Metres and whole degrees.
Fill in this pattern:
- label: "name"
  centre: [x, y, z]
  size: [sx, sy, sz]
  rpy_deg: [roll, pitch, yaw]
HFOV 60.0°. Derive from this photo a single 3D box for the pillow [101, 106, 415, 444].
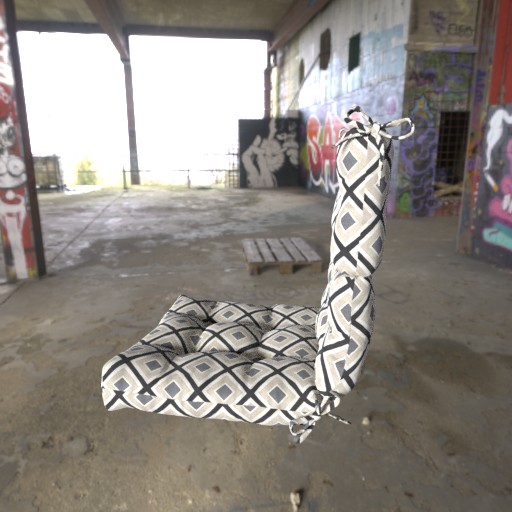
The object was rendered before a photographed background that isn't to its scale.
- label: "pillow"
  centre: [0.000, 0.000, 1.002]
  size: [0.571, 0.605, 0.519]
  rpy_deg: [2, 14, 10]
